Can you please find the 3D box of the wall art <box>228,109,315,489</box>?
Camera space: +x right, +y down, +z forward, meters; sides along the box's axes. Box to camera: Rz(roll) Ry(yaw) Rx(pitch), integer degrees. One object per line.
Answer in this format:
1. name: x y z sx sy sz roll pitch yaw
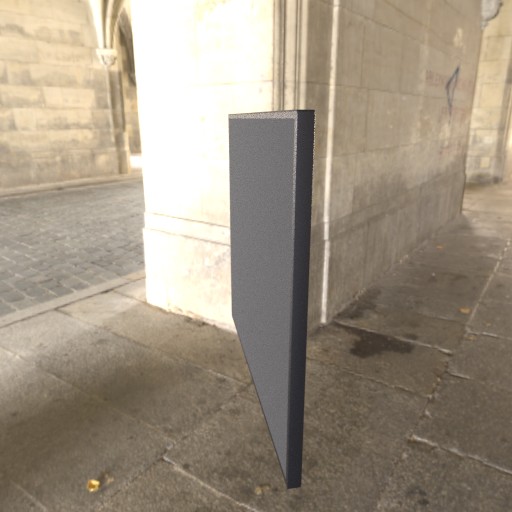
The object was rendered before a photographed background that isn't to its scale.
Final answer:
1. wall art: 0.000 0.000 0.732 0.018 0.450 0.521 -3 18 -10
